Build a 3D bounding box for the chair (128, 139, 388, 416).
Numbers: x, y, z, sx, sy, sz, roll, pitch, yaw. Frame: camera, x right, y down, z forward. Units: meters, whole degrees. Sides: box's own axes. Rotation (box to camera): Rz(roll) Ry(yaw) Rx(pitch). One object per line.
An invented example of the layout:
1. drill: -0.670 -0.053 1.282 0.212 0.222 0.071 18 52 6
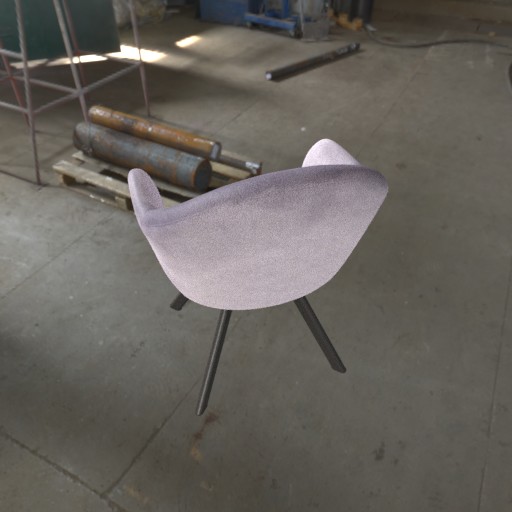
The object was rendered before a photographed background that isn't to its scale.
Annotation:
1. chair: 0.000 0.000 1.189 0.570 0.780 0.540 -12 43 -13
